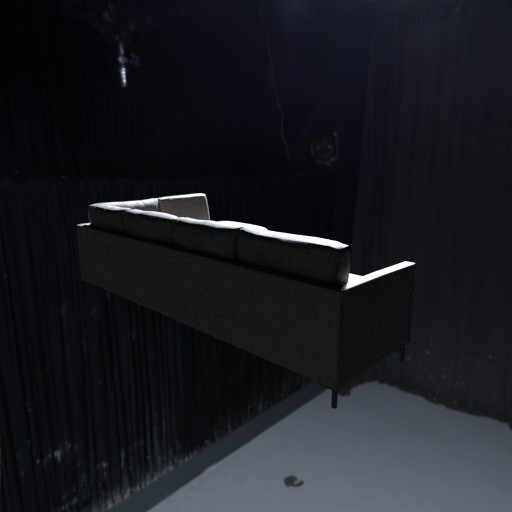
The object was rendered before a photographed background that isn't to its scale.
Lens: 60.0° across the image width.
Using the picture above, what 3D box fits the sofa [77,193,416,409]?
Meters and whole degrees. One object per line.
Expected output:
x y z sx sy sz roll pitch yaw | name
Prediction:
0.000 0.000 4.322 3.331 0.964 2.077 13 18 43 | sofa
